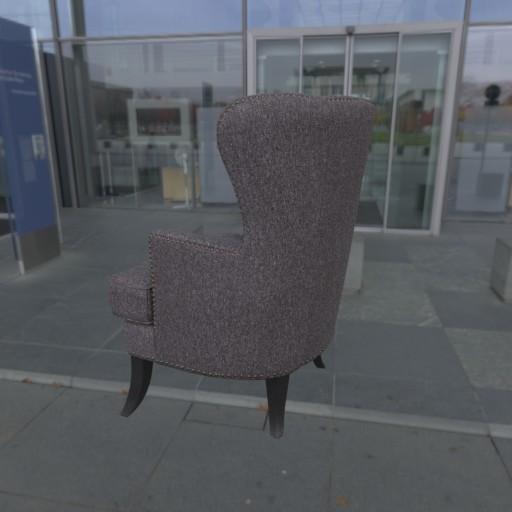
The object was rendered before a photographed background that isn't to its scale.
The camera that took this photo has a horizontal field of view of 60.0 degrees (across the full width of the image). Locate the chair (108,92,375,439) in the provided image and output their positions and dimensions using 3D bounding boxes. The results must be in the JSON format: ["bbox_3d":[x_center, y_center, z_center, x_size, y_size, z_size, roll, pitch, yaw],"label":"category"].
[{"bbox_3d":[0.000,0.000,1.595,0.758,1.060,0.759,8,18,25],"label":"chair"}]
